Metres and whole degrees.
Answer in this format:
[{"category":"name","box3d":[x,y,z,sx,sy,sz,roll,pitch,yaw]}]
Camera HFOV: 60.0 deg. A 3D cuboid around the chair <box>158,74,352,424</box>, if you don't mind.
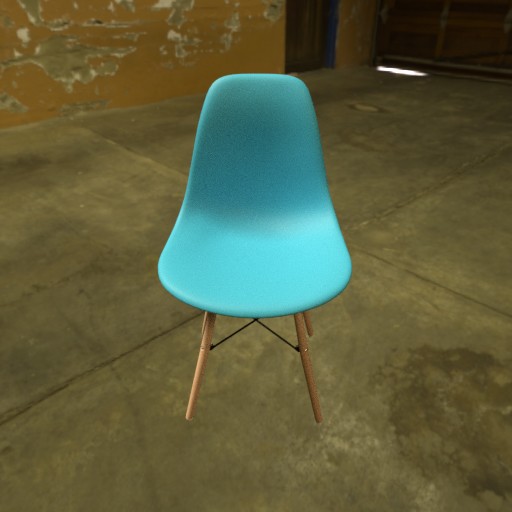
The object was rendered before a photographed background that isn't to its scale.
[{"category":"chair","box3d":[0.000,0.000,1.173,0.470,0.826,0.531,1,30,1]}]
